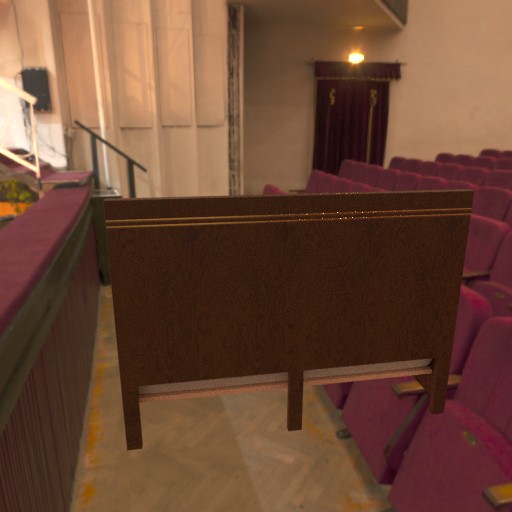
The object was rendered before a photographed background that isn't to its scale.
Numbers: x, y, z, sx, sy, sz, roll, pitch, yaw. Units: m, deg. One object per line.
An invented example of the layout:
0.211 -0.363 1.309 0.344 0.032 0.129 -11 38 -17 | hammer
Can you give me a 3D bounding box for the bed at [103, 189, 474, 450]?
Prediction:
0.000 0.000 3.084 1.613 1.169 2.221 -3 16 -10 | bed
